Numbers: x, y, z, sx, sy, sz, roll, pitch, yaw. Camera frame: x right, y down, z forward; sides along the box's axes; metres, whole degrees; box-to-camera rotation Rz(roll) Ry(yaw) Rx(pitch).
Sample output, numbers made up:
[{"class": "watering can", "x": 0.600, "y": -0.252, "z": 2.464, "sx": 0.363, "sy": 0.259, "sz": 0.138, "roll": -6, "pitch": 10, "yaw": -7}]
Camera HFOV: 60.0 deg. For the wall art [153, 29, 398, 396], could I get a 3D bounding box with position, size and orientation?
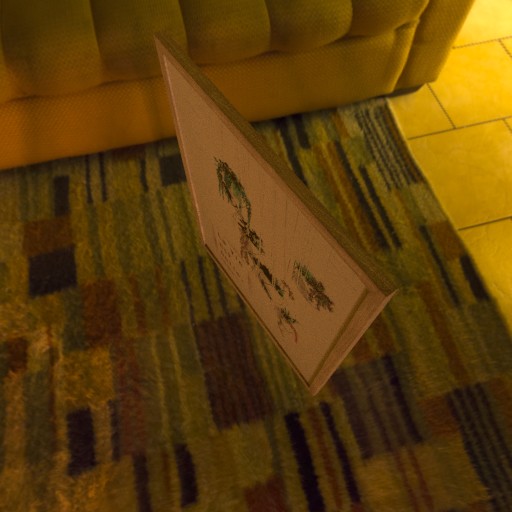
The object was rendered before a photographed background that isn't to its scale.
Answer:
[{"class": "wall art", "x": 0.000, "y": 0.000, "z": 1.329, "sx": 0.035, "sy": 1.022, "sz": 0.781, "roll": -32, "pitch": 68, "yaw": -15}]
